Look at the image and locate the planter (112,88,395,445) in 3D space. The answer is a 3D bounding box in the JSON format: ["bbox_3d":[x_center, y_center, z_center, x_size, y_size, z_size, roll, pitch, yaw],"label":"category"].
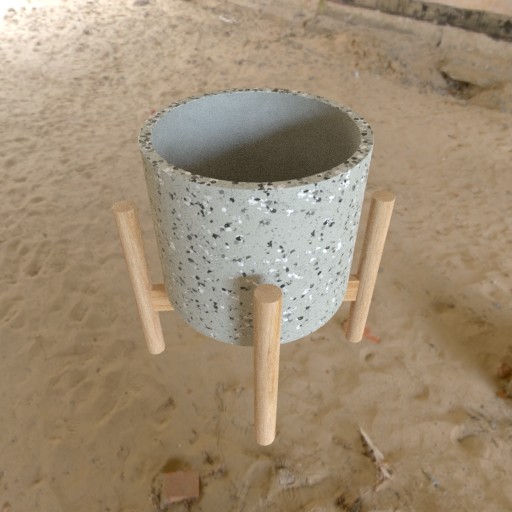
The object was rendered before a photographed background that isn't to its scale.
[{"bbox_3d":[0.000,0.000,0.529,0.284,0.320,0.284,12,42,14],"label":"planter"}]
